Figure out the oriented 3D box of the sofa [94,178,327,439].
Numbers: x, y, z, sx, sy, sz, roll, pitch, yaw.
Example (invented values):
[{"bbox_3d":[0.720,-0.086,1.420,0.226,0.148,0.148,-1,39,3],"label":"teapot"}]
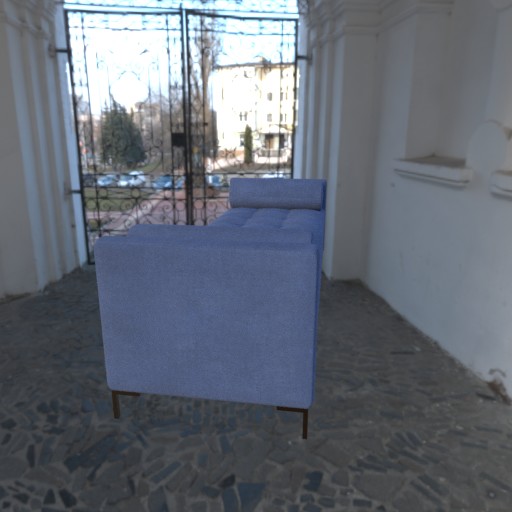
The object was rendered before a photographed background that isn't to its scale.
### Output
[{"bbox_3d":[0.000,0.000,2.303,0.686,0.635,1.981,3,16,9],"label":"sofa"}]
